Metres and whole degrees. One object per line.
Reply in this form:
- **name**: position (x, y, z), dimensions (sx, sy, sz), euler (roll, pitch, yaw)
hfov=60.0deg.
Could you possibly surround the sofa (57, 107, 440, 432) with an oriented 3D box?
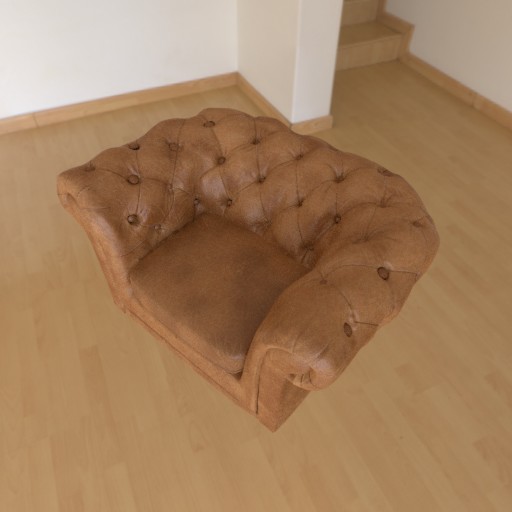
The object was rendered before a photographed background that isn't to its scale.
- **sofa**: position (0.000, 0.000, 2.020), dimensions (1.405, 0.878, 1.033), euler (32, 54, 26)
